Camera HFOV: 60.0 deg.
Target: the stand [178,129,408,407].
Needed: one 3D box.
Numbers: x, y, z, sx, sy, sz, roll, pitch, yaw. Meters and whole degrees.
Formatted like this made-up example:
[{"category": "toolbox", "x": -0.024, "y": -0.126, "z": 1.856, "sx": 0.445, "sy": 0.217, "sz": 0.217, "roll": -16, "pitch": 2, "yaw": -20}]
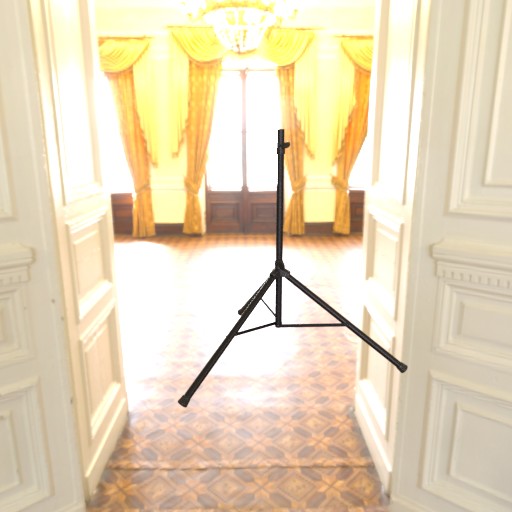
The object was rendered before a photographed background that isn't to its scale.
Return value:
[{"category": "stand", "x": 0.000, "y": 0.000, "z": 2.878, "sx": 1.596, "sy": 1.595, "sz": 1.339, "roll": 13, "pitch": 19, "yaw": 42}]
